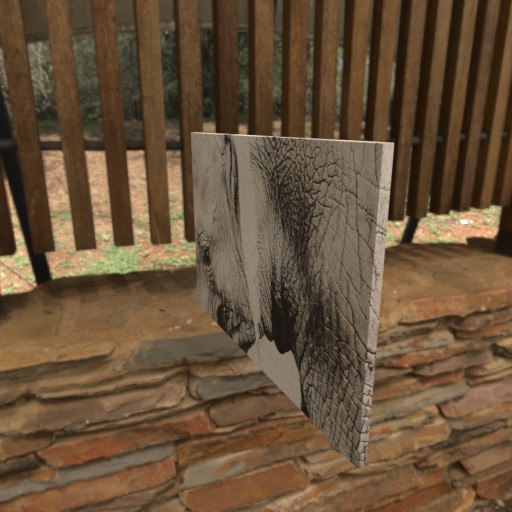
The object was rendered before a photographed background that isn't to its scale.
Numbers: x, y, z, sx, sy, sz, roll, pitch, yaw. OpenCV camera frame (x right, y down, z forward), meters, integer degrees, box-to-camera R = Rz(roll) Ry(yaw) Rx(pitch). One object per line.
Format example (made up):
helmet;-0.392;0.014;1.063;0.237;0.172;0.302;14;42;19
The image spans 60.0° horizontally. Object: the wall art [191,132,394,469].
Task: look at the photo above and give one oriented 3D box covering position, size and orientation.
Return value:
wall art;0.000;0.000;1.160;0.023;0.607;0.914;-8;18;-25
